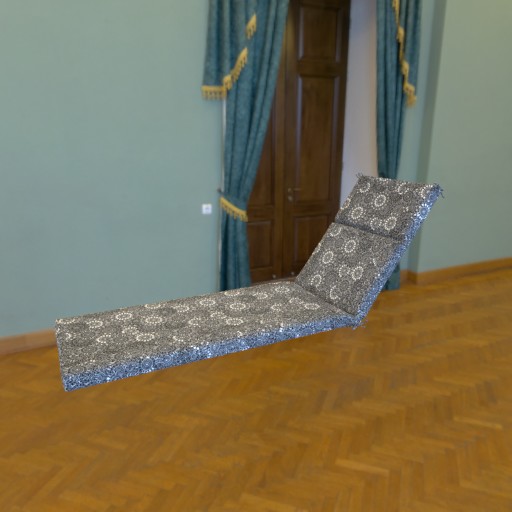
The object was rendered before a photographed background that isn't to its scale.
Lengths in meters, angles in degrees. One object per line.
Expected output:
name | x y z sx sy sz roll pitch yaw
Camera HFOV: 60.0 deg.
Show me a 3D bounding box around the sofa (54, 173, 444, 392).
sofa | 0.000 0.000 1.947 1.663 0.622 0.582 -8 18 -25
